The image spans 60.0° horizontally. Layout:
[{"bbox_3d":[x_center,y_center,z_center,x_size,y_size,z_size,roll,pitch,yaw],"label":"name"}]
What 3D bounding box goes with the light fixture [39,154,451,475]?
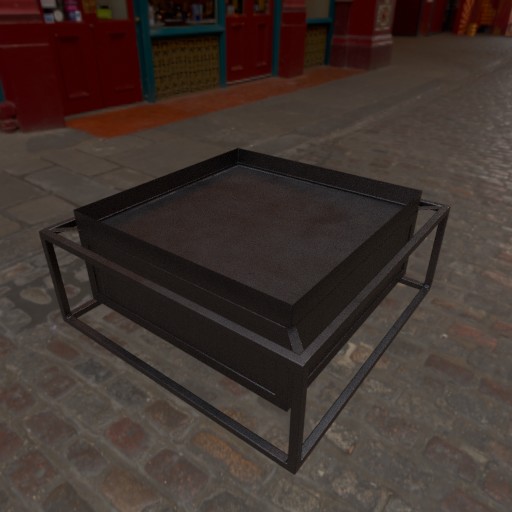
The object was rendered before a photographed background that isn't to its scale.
[{"bbox_3d":[0.000,0.000,0.699,0.441,0.191,0.441,21,37,31],"label":"light fixture"}]
